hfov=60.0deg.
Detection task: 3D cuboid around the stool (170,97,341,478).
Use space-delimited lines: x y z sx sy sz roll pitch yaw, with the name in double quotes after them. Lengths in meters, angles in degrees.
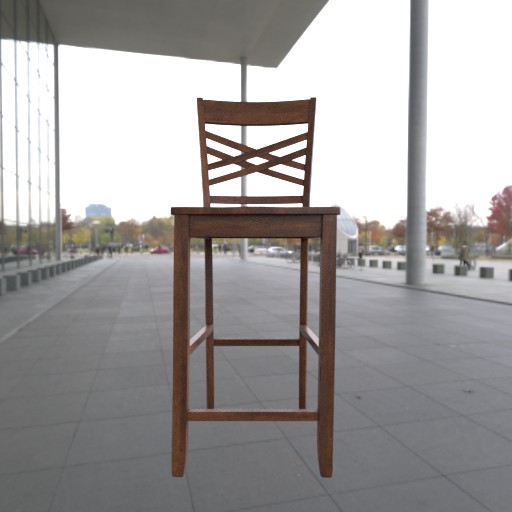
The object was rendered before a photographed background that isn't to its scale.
0.000 0.000 1.337 0.426 1.098 0.504 0 1 0 "stool"
